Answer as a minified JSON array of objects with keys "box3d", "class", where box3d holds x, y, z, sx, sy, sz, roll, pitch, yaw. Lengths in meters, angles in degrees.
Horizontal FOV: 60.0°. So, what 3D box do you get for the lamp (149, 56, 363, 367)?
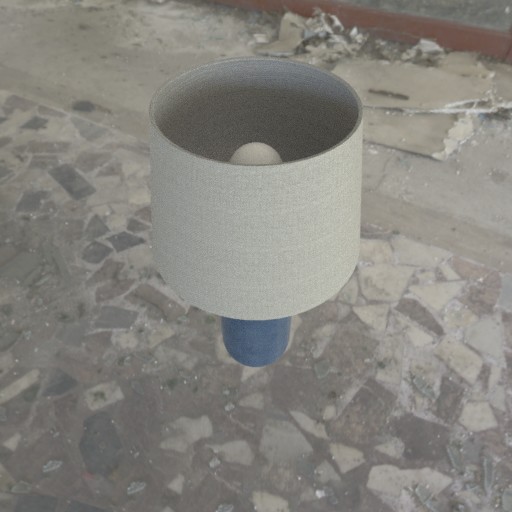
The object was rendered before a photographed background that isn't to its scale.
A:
[{"box3d":[0.000,0.000,0.575,0.253,0.428,0.253,0,48,0],"class":"lamp"}]
